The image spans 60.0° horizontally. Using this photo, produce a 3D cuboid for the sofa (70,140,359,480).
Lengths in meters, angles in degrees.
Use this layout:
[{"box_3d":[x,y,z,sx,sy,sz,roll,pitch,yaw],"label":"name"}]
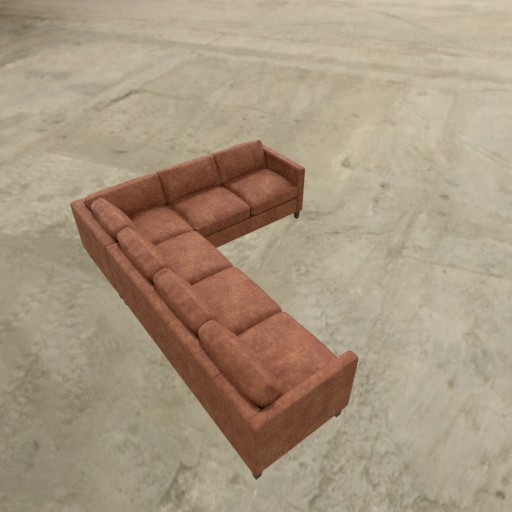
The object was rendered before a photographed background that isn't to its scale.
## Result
[{"box_3d":[0.000,0.000,4.304,2.438,0.838,3.167,-26,46,-28],"label":"sofa"}]
